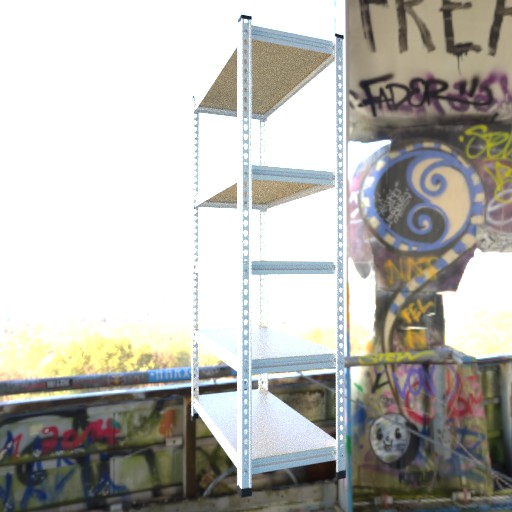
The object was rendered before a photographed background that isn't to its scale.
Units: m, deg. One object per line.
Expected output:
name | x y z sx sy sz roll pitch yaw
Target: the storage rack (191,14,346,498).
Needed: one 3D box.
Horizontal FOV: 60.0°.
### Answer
storage rack | 0.000 0.000 2.180 0.457 1.829 0.914 0 -1 -20
